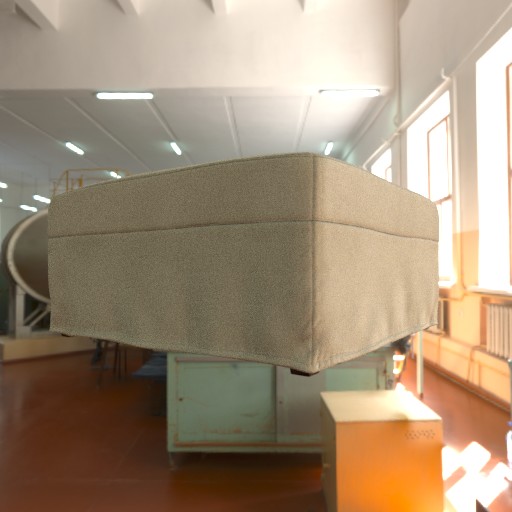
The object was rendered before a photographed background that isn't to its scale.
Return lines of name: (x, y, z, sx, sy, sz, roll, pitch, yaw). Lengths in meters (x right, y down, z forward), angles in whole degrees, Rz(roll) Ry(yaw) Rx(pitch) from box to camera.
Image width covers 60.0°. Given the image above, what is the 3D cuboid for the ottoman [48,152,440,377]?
ottoman: (0.000, 0.000, 1.291, 0.843, 0.441, 0.842, -1, -2, 36)
